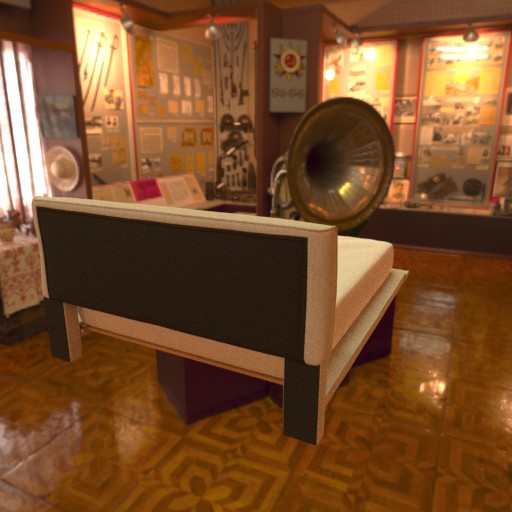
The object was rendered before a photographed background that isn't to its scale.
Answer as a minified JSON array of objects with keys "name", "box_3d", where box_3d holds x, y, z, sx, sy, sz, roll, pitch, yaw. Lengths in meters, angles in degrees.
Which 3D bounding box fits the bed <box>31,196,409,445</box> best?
[{"name":"bed","box_3d":[0.000,0.000,3.499,1.980,1.126,2.498,8,18,27]}]
